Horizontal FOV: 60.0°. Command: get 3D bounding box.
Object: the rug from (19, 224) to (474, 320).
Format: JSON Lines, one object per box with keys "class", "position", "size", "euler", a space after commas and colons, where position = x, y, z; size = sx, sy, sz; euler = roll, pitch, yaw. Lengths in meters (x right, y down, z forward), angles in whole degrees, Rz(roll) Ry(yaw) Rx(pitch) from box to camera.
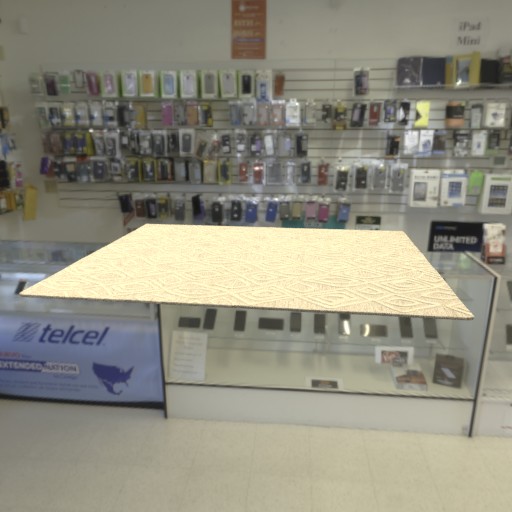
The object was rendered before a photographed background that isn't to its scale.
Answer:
{"class": "rug", "position": [0.000, 0.000, 4.065], "size": [3.049, 0.025, 2.449], "euler": [2, 16, 7]}
